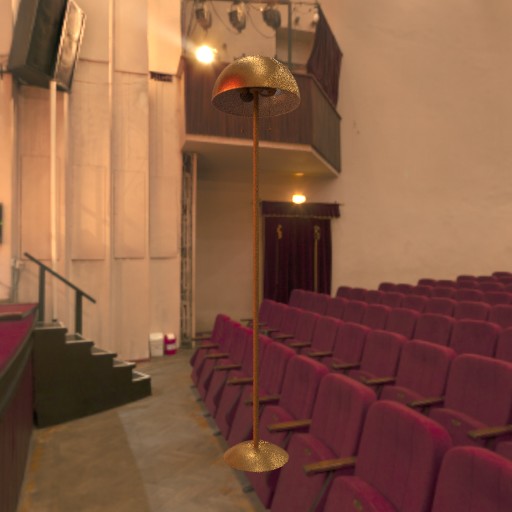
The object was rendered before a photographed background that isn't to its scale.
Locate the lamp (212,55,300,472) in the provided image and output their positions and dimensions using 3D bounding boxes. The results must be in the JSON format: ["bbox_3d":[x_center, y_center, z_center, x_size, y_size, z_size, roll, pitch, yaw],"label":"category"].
[{"bbox_3d":[0.000,0.000,1.642,0.328,1.480,0.328,0,0,-16],"label":"lamp"}]
